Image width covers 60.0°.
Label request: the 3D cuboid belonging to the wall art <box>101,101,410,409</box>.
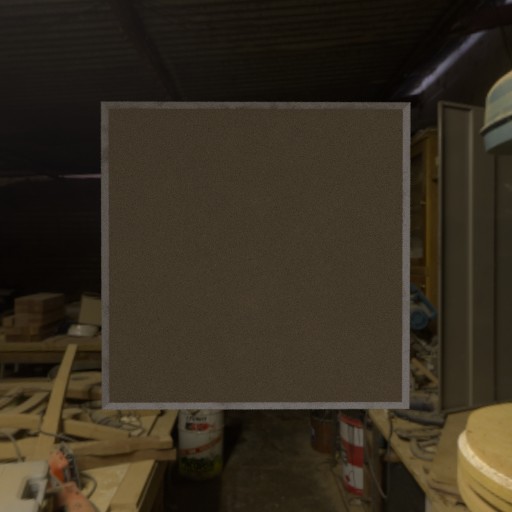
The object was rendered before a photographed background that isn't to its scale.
[{"bbox_3d":[0.000,0.000,0.744,0.508,0.506,0.029,0,1,0],"label":"wall art"}]
